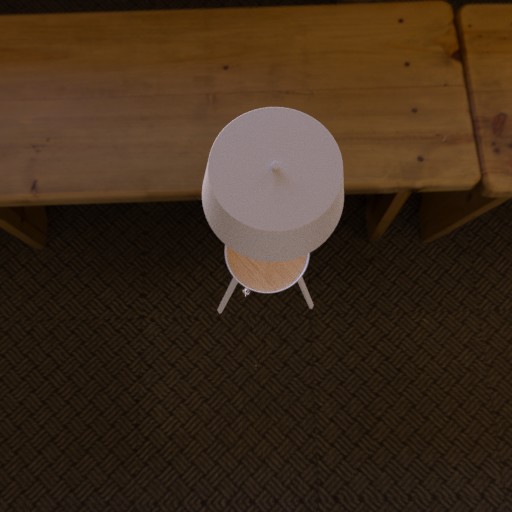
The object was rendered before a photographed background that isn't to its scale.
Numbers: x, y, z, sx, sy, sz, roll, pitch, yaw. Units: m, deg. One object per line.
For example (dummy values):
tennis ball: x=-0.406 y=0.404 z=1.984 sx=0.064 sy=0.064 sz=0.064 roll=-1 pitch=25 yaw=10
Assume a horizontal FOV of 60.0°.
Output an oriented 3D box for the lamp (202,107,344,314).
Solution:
lamp: x=0.000 y=0.000 z=1.663 sx=0.468 sy=1.429 sz=0.508 roll=-33 pitch=78 yaw=-8
